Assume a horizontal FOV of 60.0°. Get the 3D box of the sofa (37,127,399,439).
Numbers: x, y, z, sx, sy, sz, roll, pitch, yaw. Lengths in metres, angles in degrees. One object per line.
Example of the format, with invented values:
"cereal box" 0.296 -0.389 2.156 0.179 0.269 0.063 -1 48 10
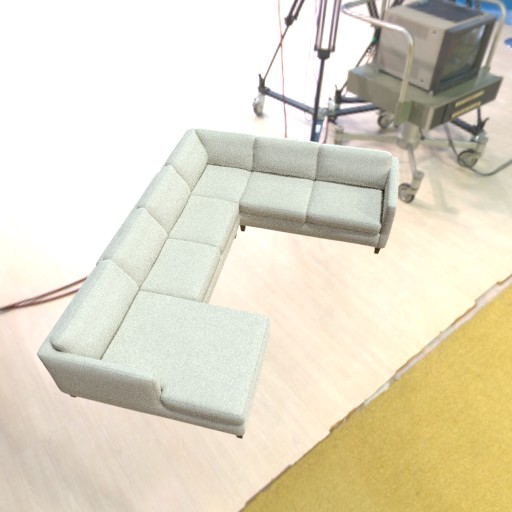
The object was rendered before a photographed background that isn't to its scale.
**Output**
"sofa" 0.000 0.000 4.267 2.551 0.853 3.238 10 47 9
